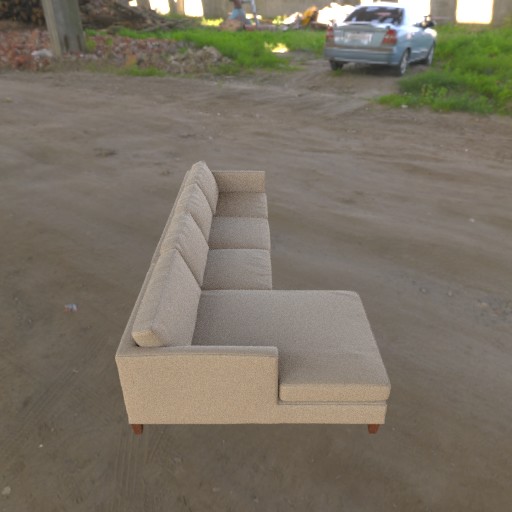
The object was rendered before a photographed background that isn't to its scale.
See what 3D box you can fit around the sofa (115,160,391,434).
[{"bbox_3d":[0.000,0.000,3.989,1.625,0.846,3.186,0,30,0],"label":"sofa"}]
